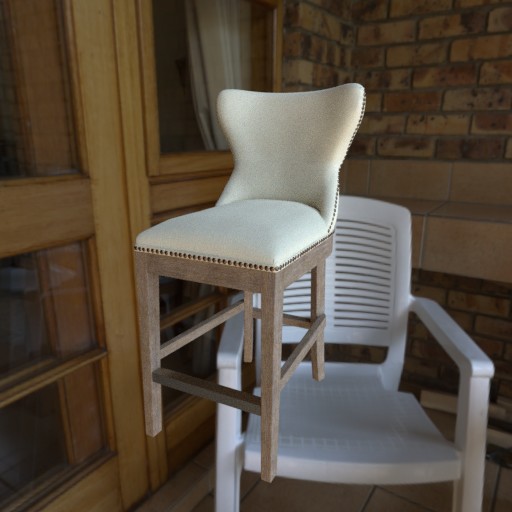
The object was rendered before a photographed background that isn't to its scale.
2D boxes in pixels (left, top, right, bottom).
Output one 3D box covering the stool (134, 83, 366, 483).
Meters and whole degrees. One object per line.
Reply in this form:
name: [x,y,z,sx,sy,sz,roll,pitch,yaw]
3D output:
stool: [0.000,0.000,1.322,0.498,0.981,0.608,8,18,26]
